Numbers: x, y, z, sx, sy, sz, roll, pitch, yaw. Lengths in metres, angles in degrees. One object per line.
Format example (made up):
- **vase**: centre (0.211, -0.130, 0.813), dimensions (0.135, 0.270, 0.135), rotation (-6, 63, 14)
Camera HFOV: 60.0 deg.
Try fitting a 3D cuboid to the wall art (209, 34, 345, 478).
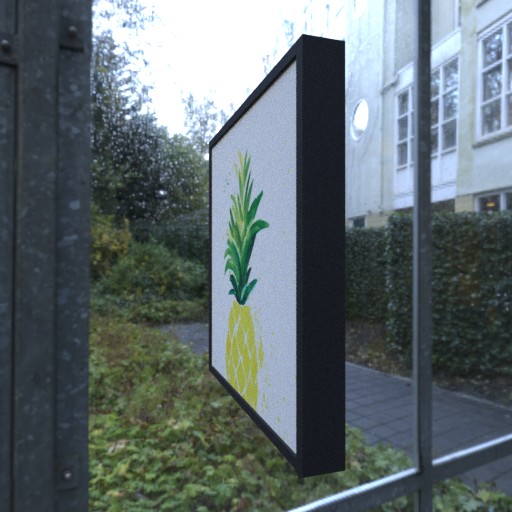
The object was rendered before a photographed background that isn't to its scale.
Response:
- **wall art**: centre (0.000, 0.000, 0.453), dimensions (0.033, 0.304, 0.305), rotation (0, 0, -18)
